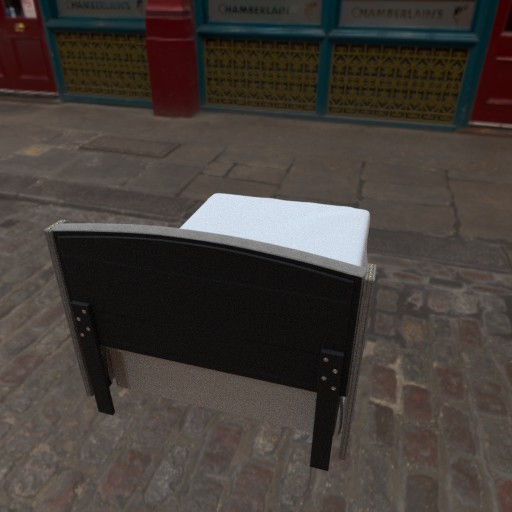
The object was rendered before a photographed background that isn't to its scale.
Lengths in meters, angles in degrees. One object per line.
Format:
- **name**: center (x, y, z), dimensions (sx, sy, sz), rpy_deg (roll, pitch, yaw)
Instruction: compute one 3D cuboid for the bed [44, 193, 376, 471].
- **bed**: center (0.000, 0.000, 3.342), dimensions (1.710, 1.407, 2.237), rpy_deg (8, 31, 14)
